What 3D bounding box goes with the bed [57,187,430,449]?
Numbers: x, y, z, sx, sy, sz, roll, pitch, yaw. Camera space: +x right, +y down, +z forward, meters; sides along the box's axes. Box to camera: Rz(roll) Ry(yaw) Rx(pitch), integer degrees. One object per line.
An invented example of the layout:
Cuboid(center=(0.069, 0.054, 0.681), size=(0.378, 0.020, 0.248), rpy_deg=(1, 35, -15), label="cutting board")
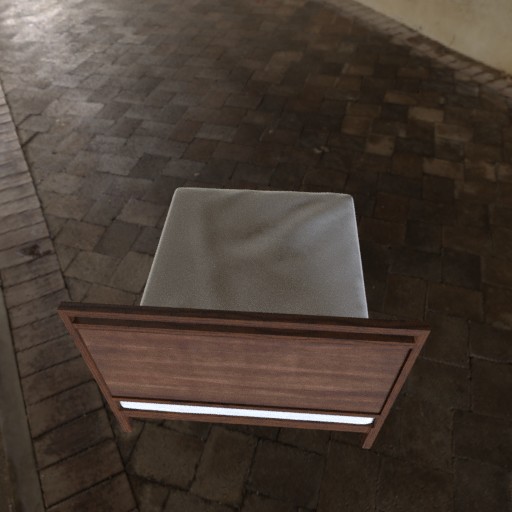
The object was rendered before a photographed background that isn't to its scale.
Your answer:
Cuboid(center=(0.000, 0.000, 3.378), size=(1.765, 1.487, 2.218), rpy_deg=(3, 47, 3), label="bed")
